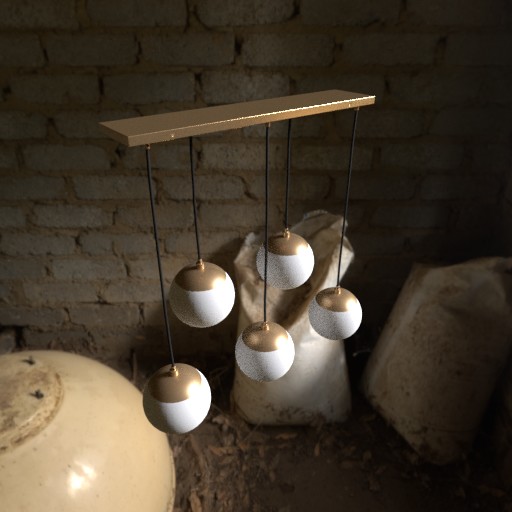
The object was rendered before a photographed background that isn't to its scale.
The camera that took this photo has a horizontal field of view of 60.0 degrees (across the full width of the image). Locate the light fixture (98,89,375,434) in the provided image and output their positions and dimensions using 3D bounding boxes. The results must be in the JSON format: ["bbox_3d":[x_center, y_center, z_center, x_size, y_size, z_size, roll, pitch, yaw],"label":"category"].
[{"bbox_3d":[0.000,0.000,1.346,0.863,0.869,0.299,-21,35,-33],"label":"light fixture"}]
